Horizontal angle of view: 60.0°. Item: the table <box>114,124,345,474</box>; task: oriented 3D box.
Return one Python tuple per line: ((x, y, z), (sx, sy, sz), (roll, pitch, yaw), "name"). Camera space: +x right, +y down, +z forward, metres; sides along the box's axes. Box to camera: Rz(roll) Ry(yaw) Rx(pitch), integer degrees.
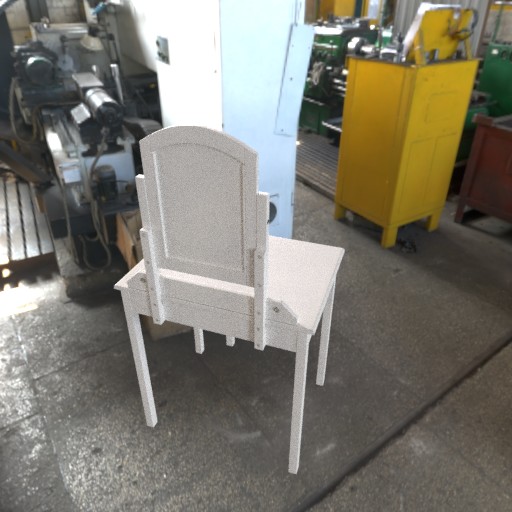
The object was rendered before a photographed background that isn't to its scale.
((0.000, 0.000, 2.283), (0.876, 1.631, 1.211), (11, 33, 17), "table")
